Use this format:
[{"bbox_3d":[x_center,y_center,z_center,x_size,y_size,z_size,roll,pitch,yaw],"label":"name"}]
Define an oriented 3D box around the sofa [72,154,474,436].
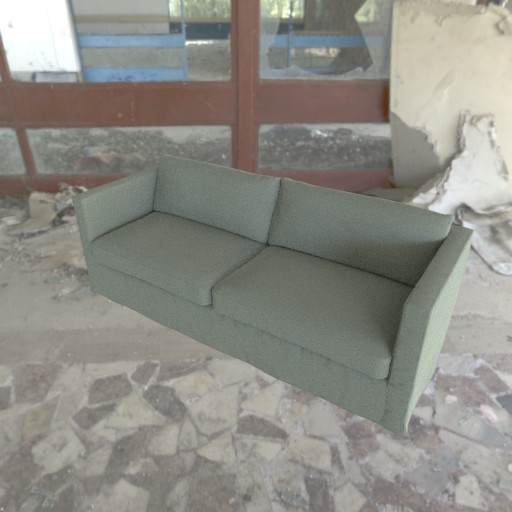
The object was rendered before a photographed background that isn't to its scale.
[{"bbox_3d":[0.000,0.000,2.784,2.312,0.853,0.962,18,34,29],"label":"sofa"}]
